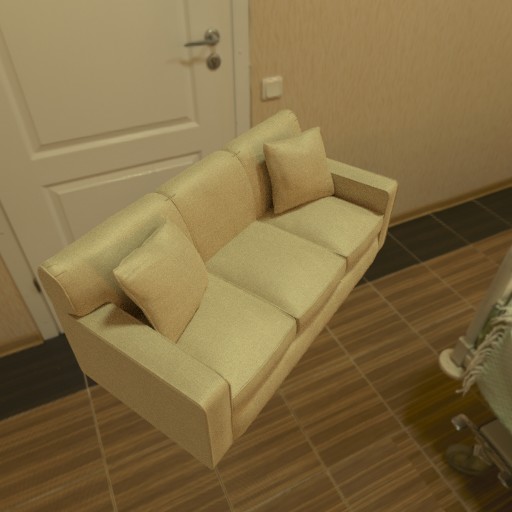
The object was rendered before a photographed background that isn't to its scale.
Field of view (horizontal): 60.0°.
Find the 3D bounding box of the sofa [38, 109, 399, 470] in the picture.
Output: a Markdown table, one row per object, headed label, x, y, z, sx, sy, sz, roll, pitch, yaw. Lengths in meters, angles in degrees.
| label | x | y | z | sx | sy | sz | roll | pitch | yaw |
| --- | --- | --- | --- | --- | --- | --- | --- | --- | --- |
| sofa | 0.000 | 0.000 | 2.627 | 0.997 | 0.958 | 2.024 | 25 | 47 | 26 |
